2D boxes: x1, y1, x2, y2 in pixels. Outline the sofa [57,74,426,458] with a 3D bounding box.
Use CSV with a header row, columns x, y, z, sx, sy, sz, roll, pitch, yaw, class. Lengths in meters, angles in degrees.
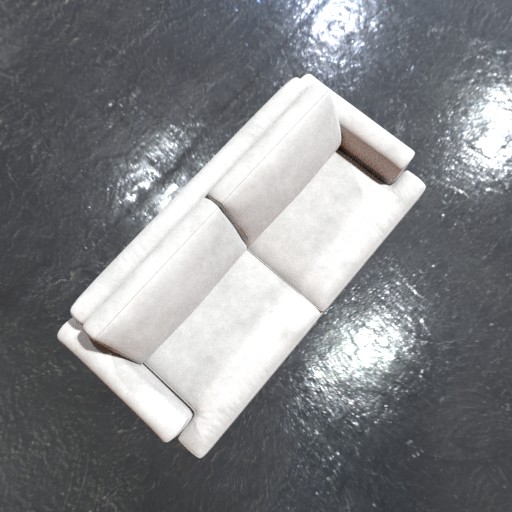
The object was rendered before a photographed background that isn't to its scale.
x,y,z,sx,sy,sz,roll,pitch,yaw,class
0.000,0.000,2.465,0.980,0.830,2.013,40,80,9,sofa
